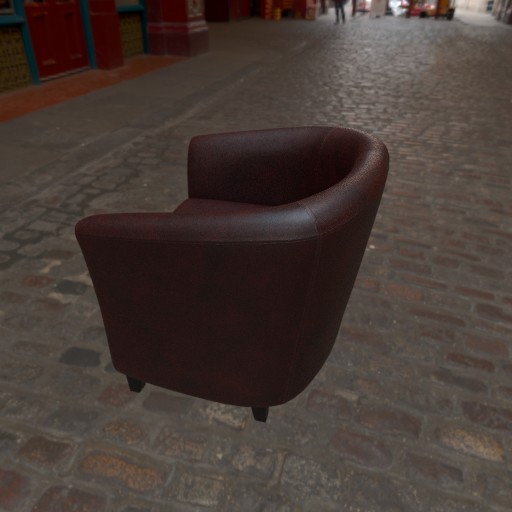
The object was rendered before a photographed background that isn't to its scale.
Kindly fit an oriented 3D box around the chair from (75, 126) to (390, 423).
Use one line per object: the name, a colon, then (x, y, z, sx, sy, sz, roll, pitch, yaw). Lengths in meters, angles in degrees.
chair: (0.000, 0.000, 1.431, 0.727, 0.756, 0.792, 9, 33, 14)
